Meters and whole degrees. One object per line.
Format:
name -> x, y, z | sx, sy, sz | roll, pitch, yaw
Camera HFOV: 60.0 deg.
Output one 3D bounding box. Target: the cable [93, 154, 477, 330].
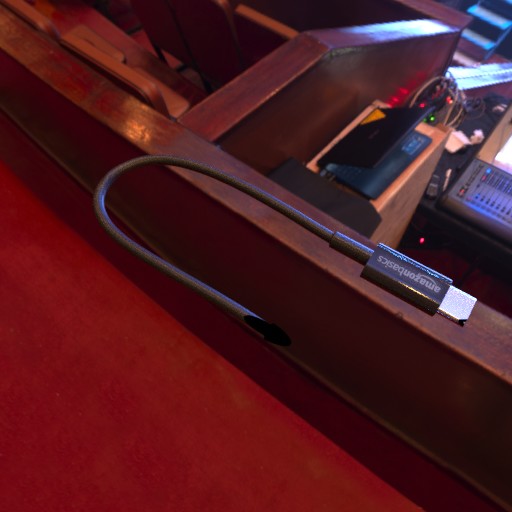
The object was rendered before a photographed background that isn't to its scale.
cable -> 0.000, 0.000, 0.110 | 0.098, 0.005, 0.041 | 30, 63, 17
